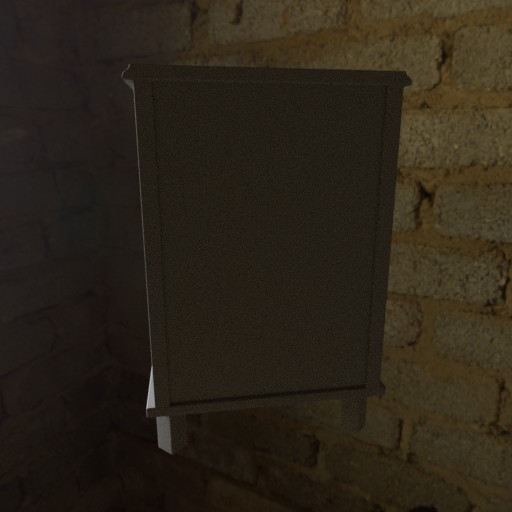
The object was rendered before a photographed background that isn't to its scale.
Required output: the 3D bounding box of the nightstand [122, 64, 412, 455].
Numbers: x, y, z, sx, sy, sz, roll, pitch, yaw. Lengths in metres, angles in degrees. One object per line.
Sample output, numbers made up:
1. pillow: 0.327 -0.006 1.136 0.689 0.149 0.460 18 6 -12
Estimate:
1. nightstand: 0.000 0.000 0.924 0.450 0.680 0.350 -2 15 -9
